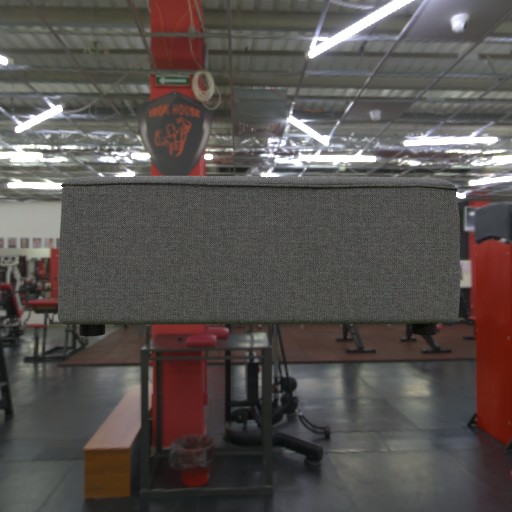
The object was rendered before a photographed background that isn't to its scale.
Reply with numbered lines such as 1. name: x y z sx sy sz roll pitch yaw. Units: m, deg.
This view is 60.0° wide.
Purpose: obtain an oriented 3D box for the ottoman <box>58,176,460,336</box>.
1. ottoman: 0.000 0.000 1.590 1.023 0.423 1.017 0 -1 -1
